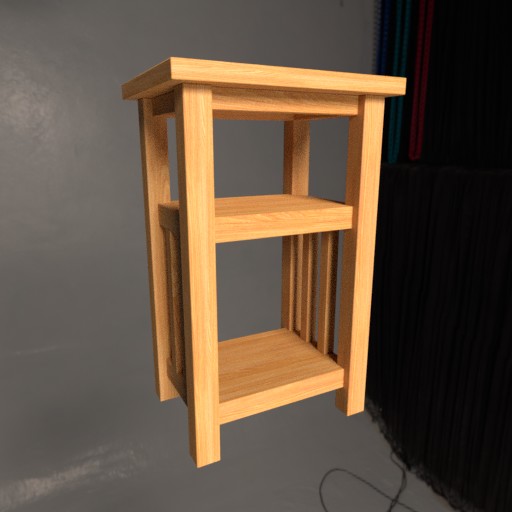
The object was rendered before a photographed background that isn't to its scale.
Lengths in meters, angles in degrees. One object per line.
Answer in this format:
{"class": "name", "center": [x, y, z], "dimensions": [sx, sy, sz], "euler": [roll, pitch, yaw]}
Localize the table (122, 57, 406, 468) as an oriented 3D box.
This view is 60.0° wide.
{"class": "table", "center": [0.000, 0.000, 0.745], "dimensions": [0.350, 0.550, 0.270], "euler": [-7, 16, -27]}
